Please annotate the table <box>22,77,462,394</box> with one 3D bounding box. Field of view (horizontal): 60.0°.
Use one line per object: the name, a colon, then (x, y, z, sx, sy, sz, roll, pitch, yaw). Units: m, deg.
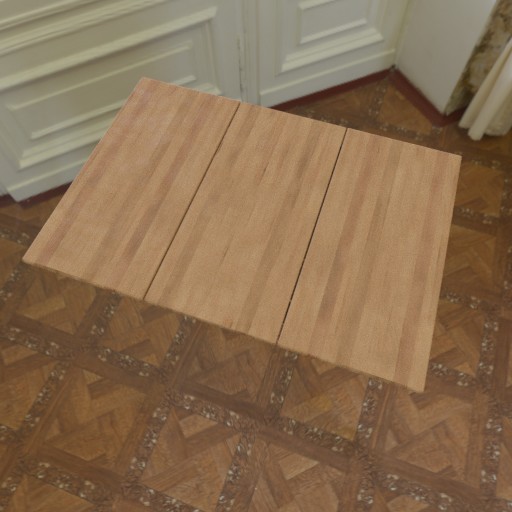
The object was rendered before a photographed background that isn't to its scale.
table: (0.000, 0.000, 1.876, 1.300, 0.770, 0.900, 17, 64, 9)
